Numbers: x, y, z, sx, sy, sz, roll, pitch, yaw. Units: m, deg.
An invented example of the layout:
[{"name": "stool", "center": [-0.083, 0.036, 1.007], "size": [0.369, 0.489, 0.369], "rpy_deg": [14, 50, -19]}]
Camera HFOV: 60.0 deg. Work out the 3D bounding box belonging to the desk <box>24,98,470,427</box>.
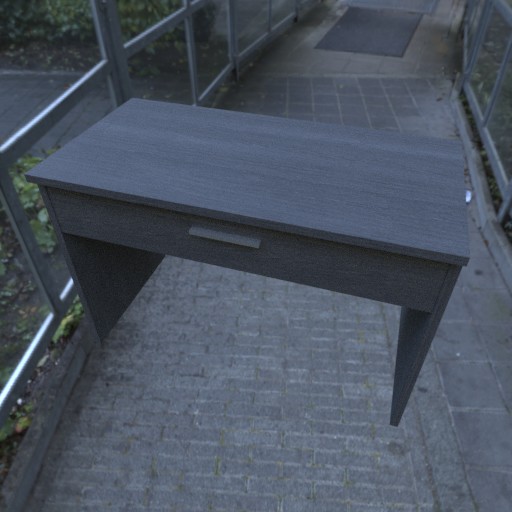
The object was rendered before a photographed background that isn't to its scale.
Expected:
[{"name": "desk", "center": [0.000, 0.000, 1.472], "size": [1.099, 0.729, 0.557], "rpy_deg": [12, 42, 13]}]
